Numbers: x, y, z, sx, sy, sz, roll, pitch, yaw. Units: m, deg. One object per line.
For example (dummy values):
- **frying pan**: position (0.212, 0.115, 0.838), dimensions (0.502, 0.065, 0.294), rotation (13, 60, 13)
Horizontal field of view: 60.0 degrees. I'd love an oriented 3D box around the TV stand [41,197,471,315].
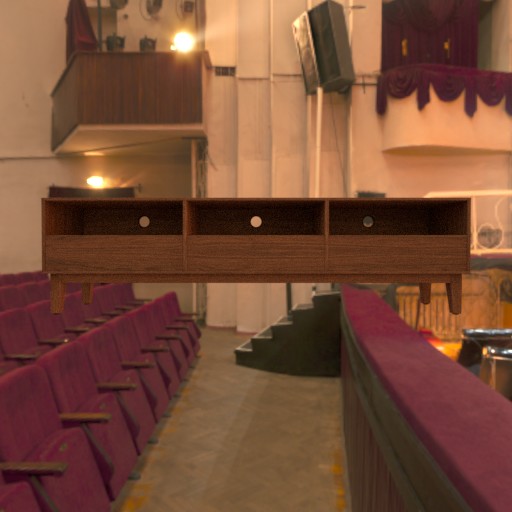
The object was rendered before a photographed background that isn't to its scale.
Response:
- **TV stand**: position (0.000, 0.000, 1.714), dimensions (1.482, 0.409, 0.366), rotation (0, 1, 0)
